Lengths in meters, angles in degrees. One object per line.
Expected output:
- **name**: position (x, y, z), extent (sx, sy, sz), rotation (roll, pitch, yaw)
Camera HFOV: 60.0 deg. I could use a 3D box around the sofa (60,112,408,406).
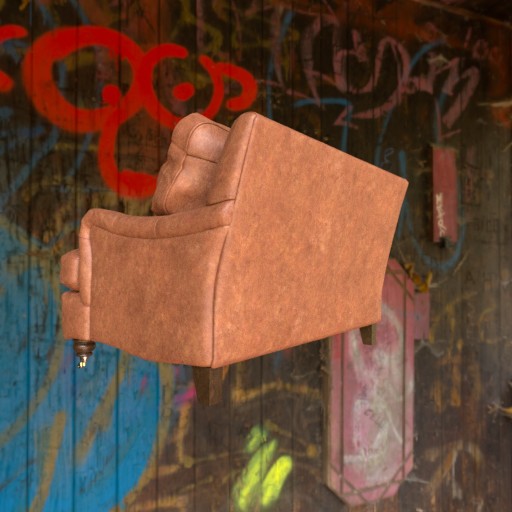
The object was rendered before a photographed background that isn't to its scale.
- **sofa**: position (0.000, 0.000, 2.211), extent (1.077, 1.004, 1.527), rotation (-1, -1, 37)
